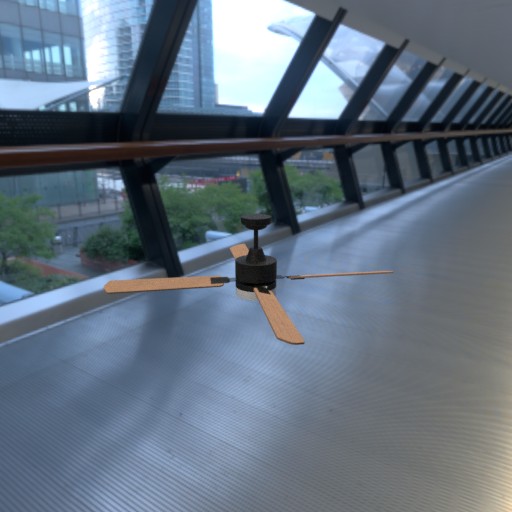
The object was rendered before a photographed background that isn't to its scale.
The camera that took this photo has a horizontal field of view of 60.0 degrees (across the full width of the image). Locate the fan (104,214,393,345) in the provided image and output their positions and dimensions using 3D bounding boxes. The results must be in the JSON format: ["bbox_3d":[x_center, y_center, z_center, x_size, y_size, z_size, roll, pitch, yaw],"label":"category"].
[{"bbox_3d":[0.000,0.000,1.974,1.320,0.355,1.320,-3,15,-10],"label":"fan"}]
